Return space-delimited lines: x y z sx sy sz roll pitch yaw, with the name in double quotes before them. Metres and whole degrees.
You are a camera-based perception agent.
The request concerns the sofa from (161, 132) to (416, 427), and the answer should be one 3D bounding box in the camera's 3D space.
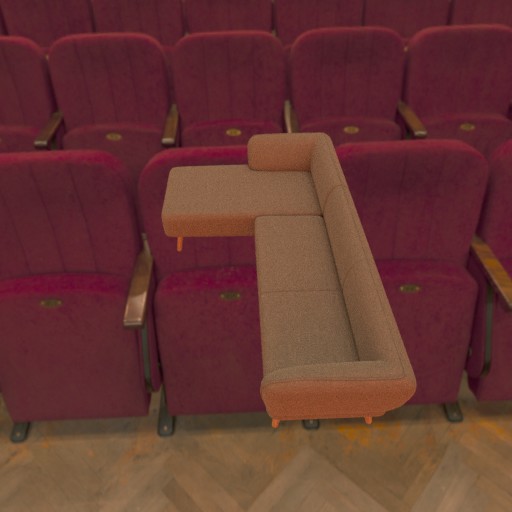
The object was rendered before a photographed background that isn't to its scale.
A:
"sofa" 0.000 0.000 3.341 1.532 0.693 2.653 -2 42 -2
